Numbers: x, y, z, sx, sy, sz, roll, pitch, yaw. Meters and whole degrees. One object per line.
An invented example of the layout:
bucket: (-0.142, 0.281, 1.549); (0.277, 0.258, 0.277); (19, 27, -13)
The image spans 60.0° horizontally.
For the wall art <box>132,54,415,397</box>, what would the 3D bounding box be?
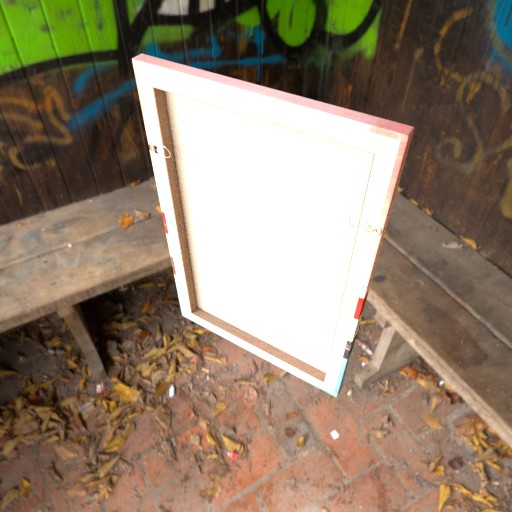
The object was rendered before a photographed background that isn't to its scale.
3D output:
wall art: (0.000, 0.000, 1.178); (0.610, 0.914, 0.038); (24, 50, 21)
